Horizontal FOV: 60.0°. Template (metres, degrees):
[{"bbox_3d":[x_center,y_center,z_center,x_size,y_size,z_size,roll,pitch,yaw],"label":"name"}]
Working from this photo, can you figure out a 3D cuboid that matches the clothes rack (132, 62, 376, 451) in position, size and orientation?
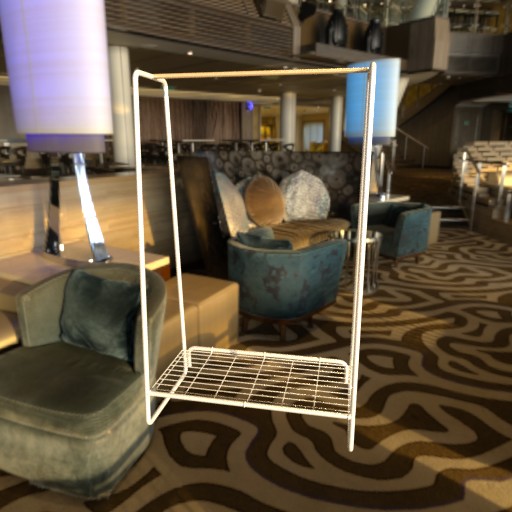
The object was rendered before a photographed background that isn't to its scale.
[{"bbox_3d":[0.000,0.000,1.927,0.900,1.500,0.495,3,15,11],"label":"clothes rack"}]
